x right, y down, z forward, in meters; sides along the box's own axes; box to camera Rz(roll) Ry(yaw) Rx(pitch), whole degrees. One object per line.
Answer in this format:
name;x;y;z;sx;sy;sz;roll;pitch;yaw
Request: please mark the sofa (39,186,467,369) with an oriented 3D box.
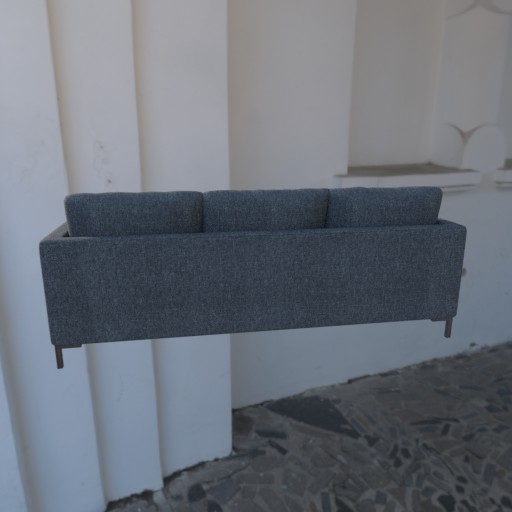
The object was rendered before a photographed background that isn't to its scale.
sofa;0.000;0.000;2.700;2.218;0.874;0.859;-3;15;-9
